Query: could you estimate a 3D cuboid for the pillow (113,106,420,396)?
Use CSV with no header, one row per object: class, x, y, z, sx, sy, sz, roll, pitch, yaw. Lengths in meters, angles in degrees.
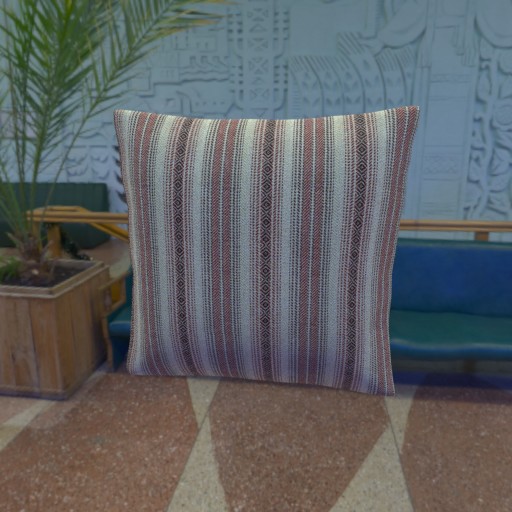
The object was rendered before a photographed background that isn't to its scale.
pillow,0.000,0.000,0.781,0.513,0.497,0.166,2,14,9
